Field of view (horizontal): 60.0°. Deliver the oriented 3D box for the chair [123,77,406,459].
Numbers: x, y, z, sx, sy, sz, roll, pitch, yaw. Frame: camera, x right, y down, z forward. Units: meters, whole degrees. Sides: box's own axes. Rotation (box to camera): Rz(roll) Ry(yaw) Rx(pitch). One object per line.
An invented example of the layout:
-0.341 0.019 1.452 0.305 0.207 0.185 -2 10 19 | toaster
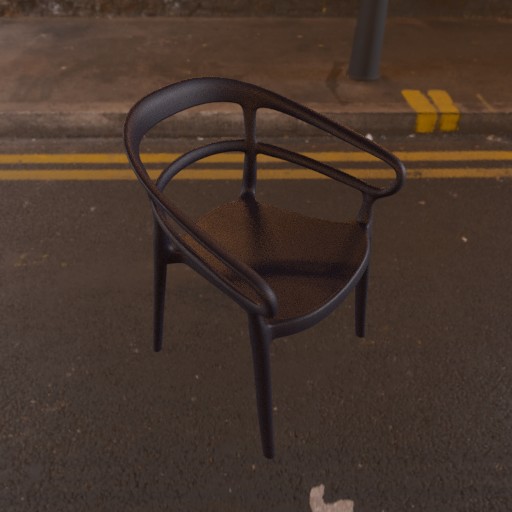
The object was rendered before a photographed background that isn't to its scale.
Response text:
0.000 0.000 1.148 0.527 0.761 0.559 27 47 28 | chair
